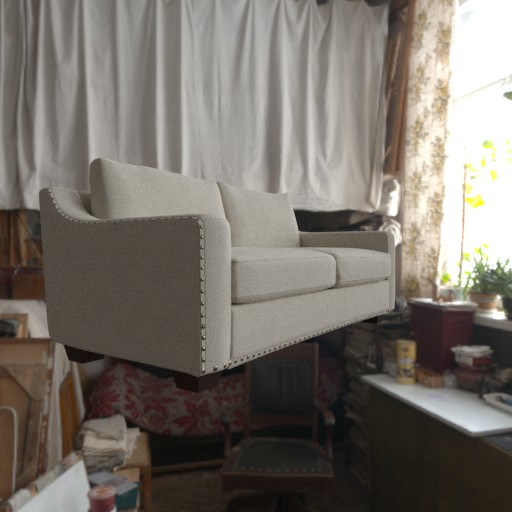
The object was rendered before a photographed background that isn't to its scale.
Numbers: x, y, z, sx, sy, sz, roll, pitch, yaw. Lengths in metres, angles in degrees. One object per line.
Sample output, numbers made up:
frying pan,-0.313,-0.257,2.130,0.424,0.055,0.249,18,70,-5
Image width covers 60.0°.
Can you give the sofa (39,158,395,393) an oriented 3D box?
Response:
sofa,0.000,0.000,2.695,1.104,0.983,2.107,1,1,35
